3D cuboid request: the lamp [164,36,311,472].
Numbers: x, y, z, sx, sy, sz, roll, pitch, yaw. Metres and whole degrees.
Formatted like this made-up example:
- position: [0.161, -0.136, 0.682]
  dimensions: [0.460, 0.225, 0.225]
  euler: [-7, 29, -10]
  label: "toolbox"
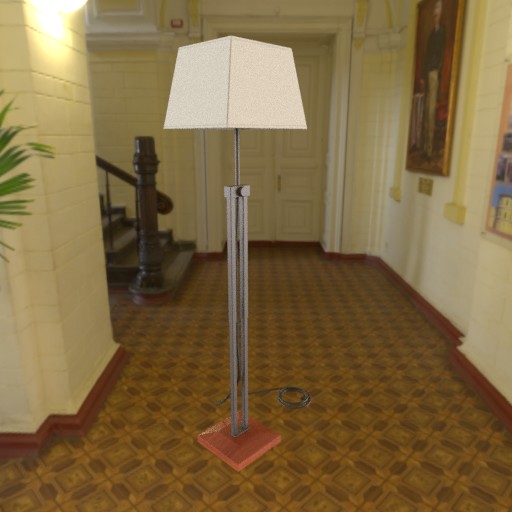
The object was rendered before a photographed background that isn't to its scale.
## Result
- position: [0.000, 0.000, 1.997]
  dimensions: [0.472, 1.712, 0.745]
  euler: [15, 21, 43]
  label: "lamp"
